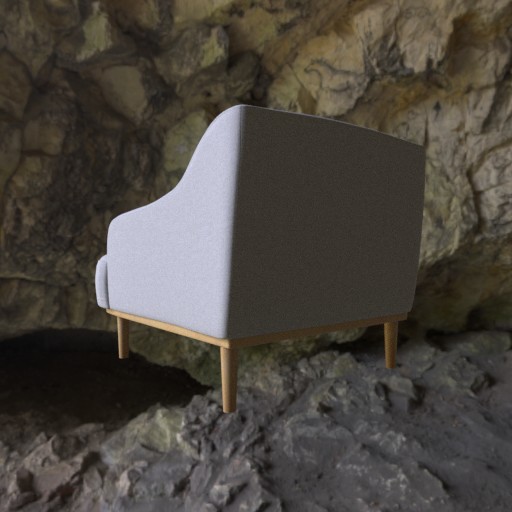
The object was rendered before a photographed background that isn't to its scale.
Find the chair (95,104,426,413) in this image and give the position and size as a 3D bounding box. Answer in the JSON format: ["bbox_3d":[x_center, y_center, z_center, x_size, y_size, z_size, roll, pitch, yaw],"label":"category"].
[{"bbox_3d":[0.000,0.000,1.689,0.946,0.818,0.951,-1,2,-37],"label":"chair"}]
